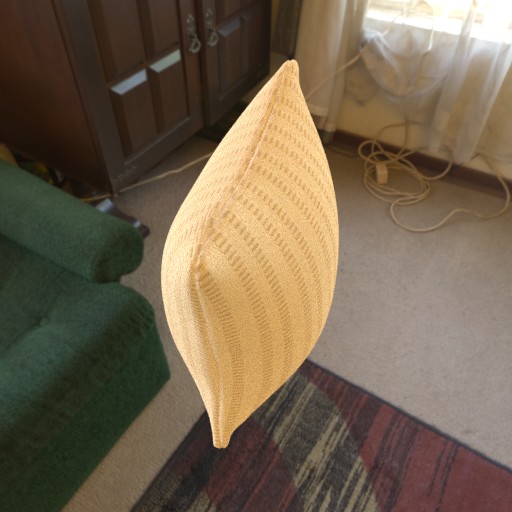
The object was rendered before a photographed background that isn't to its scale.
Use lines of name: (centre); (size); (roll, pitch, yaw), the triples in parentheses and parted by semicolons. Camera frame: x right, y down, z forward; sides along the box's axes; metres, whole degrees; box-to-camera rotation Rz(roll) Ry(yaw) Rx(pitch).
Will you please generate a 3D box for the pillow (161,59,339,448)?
pillow: (0.000, 0.000, 0.669); (0.247, 0.419, 0.438); (10, 48, 10)
